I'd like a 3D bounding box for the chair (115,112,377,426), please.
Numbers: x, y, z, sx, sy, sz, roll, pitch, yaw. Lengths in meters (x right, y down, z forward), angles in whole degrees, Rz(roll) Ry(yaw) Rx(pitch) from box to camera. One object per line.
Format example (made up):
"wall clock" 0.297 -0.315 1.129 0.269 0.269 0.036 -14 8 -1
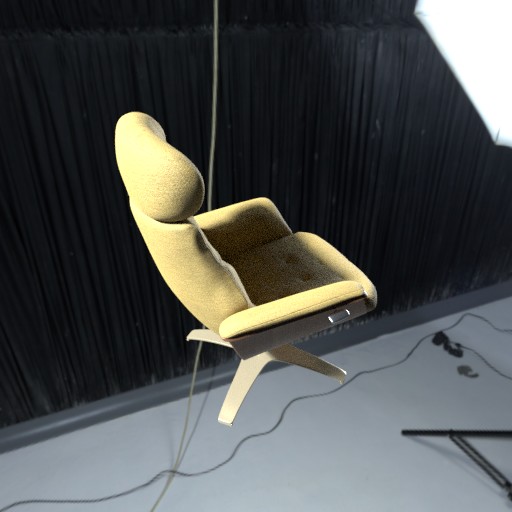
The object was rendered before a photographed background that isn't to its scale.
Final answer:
"chair" 0.000 0.000 1.584 0.837 0.995 0.785 -12 32 -19
